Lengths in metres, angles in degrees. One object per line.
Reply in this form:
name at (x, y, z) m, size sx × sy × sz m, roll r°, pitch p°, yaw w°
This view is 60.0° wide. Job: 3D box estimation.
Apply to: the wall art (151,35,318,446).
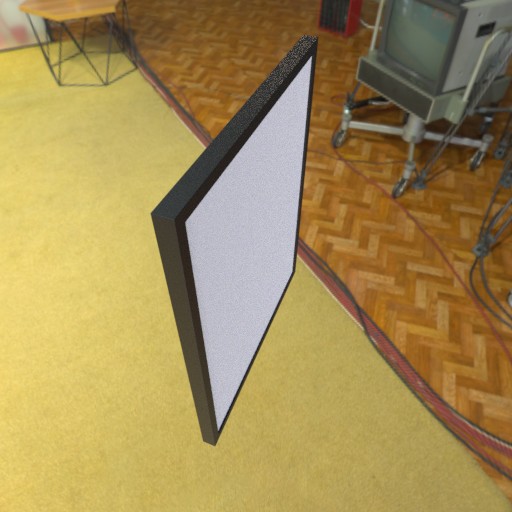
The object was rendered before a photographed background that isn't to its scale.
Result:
wall art at (0.000, 0.000, 0.537) m, size 0.018 × 0.397 × 0.325 m, roll 17°, pitch 49°, yaw 15°
